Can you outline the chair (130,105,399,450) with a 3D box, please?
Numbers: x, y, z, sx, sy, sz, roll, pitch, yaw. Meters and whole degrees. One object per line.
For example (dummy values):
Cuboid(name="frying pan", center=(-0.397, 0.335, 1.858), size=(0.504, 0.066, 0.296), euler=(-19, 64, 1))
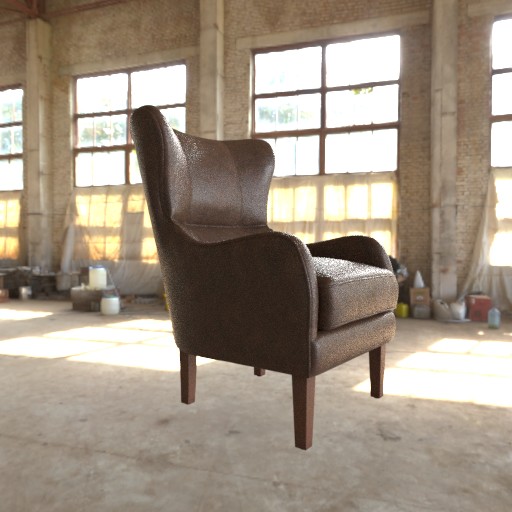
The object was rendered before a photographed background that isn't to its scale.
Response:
Cuboid(name="chair", center=(0.000, 0.000, 1.646), size=(0.914, 1.048, 0.692), euler=(1, 2, 38))
